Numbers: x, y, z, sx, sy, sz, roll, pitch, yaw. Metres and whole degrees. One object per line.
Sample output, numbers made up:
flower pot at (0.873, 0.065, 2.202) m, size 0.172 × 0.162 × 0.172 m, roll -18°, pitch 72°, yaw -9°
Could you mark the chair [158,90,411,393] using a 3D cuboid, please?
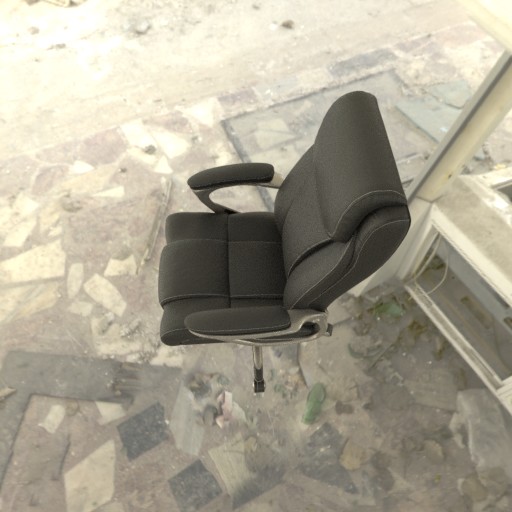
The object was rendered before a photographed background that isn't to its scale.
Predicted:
chair at (0.000, 0.000, 1.673) m, size 0.784 × 1.167 × 0.741 m, roll -3°, pitch 59°, yaw -2°
